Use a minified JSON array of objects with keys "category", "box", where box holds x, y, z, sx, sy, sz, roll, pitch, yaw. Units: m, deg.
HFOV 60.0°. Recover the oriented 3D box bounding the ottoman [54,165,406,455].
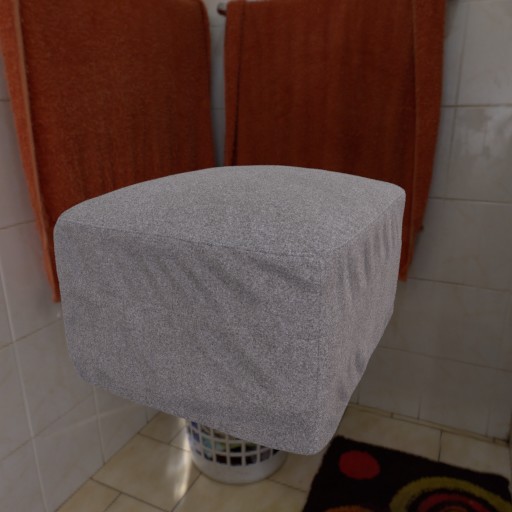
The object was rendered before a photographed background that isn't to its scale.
[{"category":"ottoman","box":[0.000,0.000,1.233,0.683,0.481,0.837,8,19,25]}]
